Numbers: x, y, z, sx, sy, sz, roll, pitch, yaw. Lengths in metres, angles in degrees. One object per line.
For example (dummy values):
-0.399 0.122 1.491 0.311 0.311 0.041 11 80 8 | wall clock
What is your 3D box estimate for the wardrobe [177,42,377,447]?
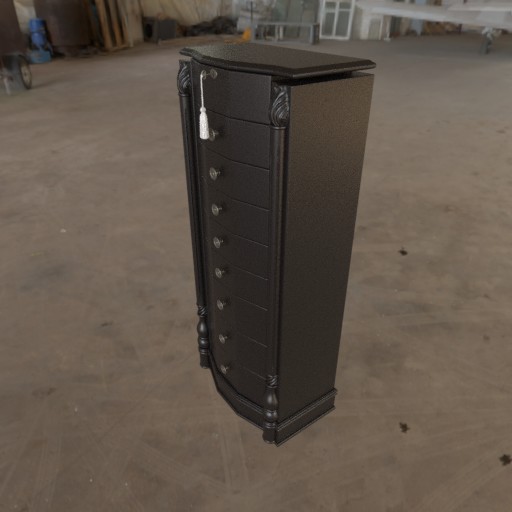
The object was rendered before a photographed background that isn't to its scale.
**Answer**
0.000 0.000 1.212 0.295 1.011 0.444 -21 37 -30 | wardrobe
